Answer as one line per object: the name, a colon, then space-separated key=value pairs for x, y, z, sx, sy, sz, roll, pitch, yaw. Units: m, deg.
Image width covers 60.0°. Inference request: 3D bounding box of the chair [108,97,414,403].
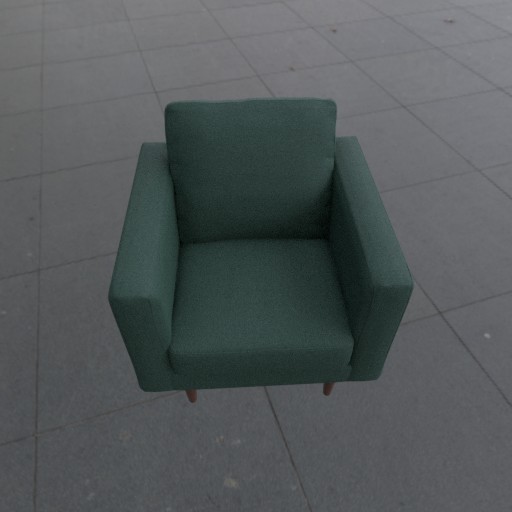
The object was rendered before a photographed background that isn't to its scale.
chair: x=0.000 y=0.000 z=1.615 sx=0.855 sy=0.927 sz=0.800 roll=-2 pitch=46 yaw=-2
